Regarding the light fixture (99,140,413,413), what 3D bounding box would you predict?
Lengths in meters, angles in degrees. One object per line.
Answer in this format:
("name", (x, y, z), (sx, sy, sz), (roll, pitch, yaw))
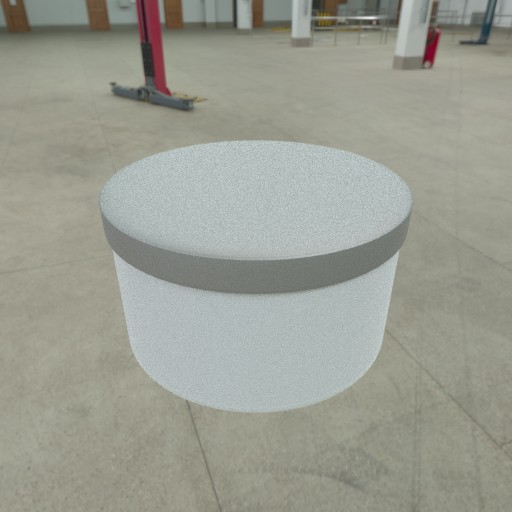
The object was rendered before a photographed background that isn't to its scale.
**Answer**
("light fixture", (0.000, 0.000, 0.635), (0.393, 0.229, 0.393), (0, 30, 0))
